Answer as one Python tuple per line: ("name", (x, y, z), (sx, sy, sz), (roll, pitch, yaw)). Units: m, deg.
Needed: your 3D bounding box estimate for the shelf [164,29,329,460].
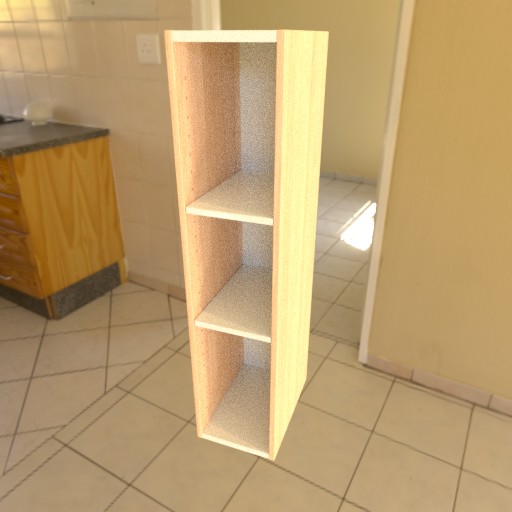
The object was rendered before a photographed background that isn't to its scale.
("shelf", (0.000, 0.000, 0.974), (0.197, 0.882, 0.290), (9, 28, 18))
